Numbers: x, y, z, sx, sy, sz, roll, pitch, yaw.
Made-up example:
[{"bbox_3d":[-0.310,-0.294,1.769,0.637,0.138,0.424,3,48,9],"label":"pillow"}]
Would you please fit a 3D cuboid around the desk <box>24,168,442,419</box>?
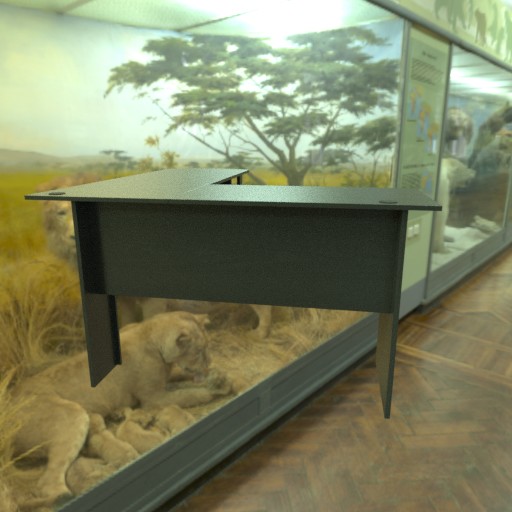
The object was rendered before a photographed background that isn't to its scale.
[{"bbox_3d":[0.000,0.000,2.085,1.303,0.716,1.361,3,15,10],"label":"desk"}]
